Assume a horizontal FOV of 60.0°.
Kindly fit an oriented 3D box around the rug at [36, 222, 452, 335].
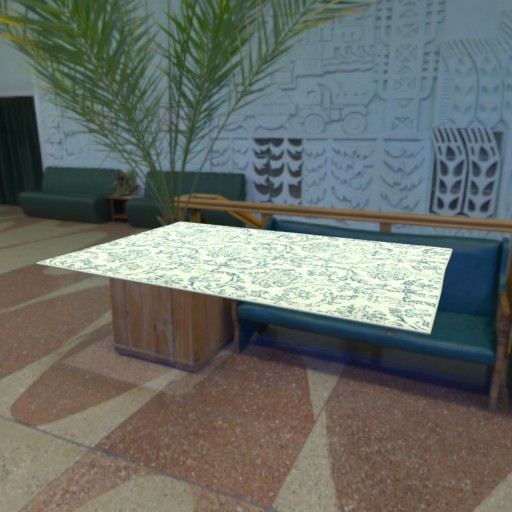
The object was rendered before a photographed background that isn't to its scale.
[{"bbox_3d":[0.000,0.000,3.484,2.746,0.018,1.819,7,17,25],"label":"rug"}]
